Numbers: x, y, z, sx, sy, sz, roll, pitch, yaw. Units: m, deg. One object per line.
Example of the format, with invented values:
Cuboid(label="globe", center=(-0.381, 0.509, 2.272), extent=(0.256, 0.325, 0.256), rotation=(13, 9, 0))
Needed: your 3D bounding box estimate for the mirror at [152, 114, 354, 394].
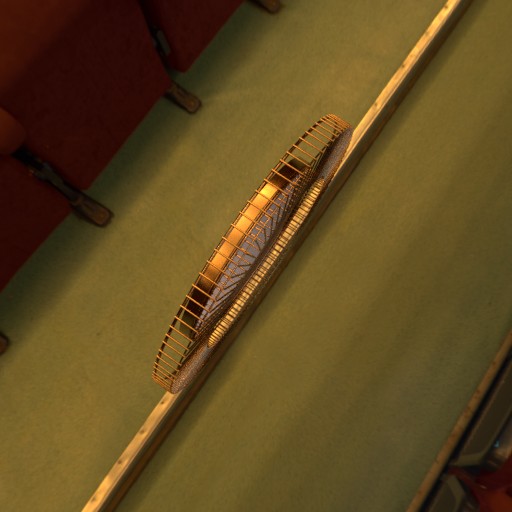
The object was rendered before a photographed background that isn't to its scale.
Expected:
Cuboid(label="mirror", center=(0.000, 0.000, 1.029), extent=(0.067, 0.703, 0.703), rotation=(34, 79, 7))
